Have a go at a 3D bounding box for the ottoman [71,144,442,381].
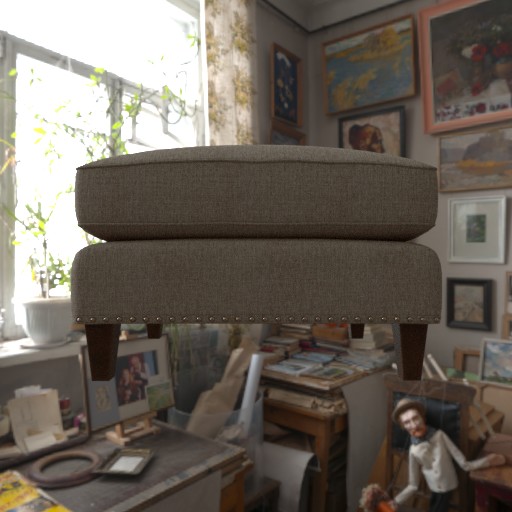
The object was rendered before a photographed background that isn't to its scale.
[{"bbox_3d":[0.000,0.000,1.160,0.741,0.513,0.584,0,0,0],"label":"ottoman"}]
